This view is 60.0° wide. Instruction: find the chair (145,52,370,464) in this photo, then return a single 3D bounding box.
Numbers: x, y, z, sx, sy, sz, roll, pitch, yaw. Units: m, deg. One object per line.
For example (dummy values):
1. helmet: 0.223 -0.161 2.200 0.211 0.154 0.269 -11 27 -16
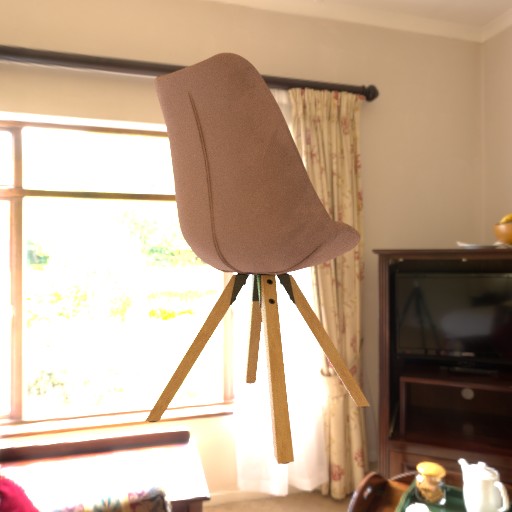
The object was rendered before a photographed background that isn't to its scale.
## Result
1. chair: 0.000 0.000 1.187 0.485 0.850 0.550 0 -1 36
